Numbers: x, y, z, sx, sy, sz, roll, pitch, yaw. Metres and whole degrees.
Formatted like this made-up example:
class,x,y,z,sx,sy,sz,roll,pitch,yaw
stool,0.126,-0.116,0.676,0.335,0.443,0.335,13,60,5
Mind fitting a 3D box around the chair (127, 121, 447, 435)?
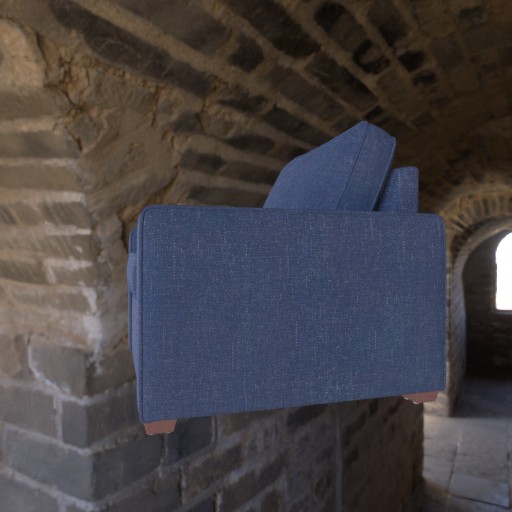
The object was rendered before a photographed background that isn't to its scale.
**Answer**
class,x,y,z,sx,sy,sz,roll,pitch,yaw
chair,0.000,0.000,1.698,0.940,0.919,1.017,0,0,-17
